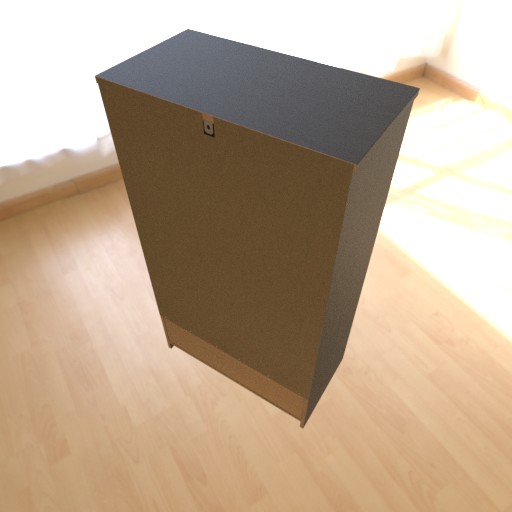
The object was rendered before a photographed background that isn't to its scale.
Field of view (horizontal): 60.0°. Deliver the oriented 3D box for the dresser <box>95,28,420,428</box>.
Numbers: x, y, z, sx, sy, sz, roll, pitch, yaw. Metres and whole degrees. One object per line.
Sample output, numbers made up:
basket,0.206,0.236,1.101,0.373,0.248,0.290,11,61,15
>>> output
dresser,0.000,0.000,1.541,0.704,1.255,0.399,25,52,22
